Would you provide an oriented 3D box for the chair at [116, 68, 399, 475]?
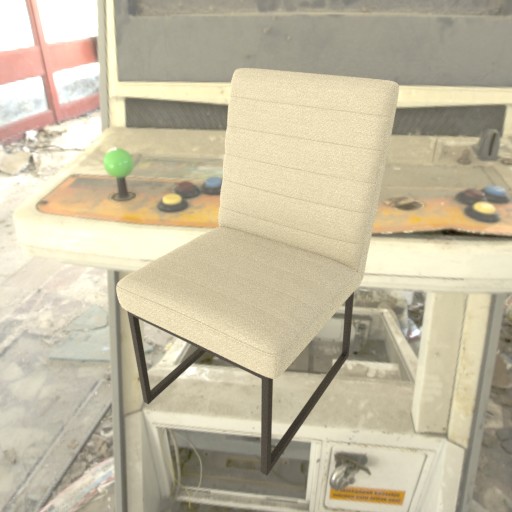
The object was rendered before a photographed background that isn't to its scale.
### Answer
[{"bbox_3d":[0.000,0.000,1.283,0.520,0.930,0.634,18,35,28],"label":"chair"}]
